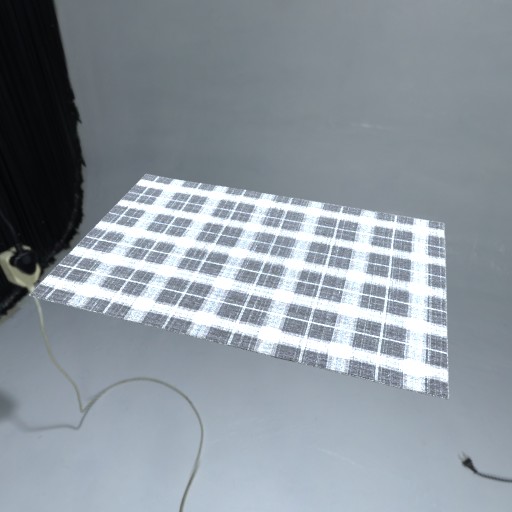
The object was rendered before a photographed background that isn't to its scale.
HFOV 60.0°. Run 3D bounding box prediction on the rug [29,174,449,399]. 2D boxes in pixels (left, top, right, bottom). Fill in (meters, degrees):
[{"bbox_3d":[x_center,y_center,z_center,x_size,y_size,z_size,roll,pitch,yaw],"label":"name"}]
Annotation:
[{"bbox_3d":[0.000,0.000,2.974,2.434,0.015,1.520,11,42,13],"label":"rug"}]
